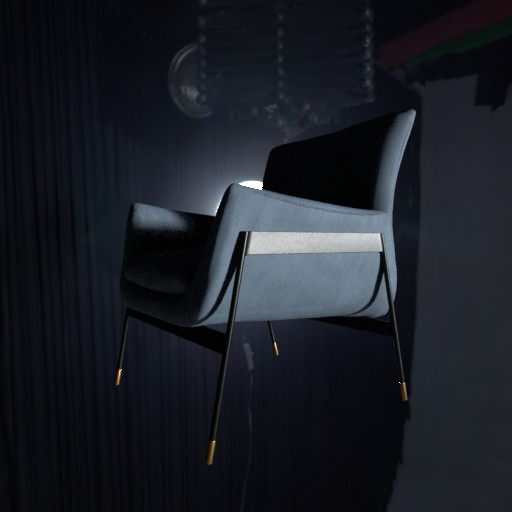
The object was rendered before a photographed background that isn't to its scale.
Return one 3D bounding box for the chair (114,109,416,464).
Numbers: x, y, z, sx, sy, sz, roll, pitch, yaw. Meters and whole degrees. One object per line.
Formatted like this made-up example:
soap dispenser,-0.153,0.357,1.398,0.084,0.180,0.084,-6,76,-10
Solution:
chair,0.000,0.000,1.385,0.709,0.858,0.678,-1,2,-35
